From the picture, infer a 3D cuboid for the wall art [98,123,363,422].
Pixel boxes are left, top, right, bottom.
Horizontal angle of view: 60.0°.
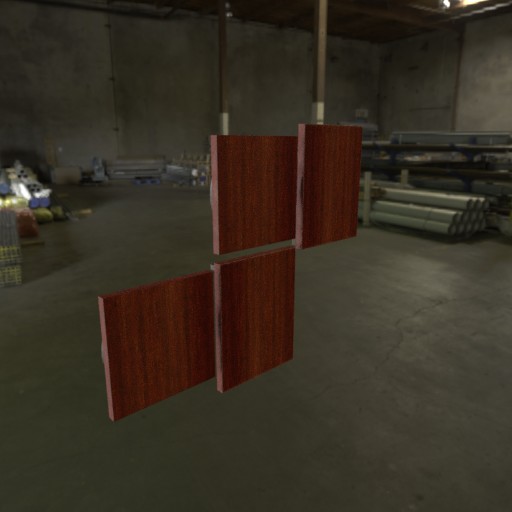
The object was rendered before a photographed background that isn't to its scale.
[{"bbox_3d":[0.000,0.000,0.858,0.635,0.497,0.030,-13,19,-42],"label":"wall art"}]
